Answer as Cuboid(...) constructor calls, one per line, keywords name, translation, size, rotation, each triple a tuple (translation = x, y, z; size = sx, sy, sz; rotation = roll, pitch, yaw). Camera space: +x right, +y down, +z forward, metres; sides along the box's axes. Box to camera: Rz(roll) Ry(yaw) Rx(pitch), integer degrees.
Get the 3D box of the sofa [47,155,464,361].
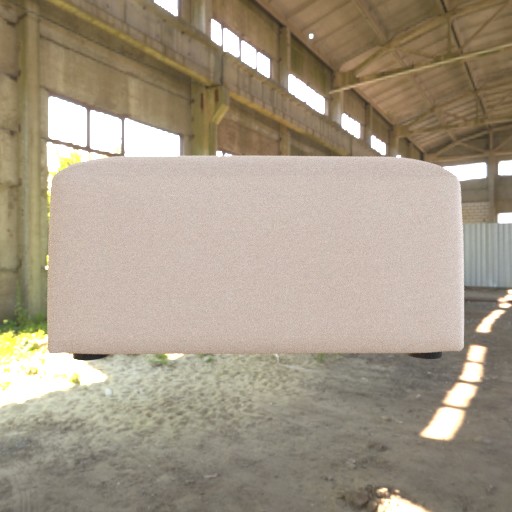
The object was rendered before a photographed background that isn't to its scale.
Cuboid(name="sofa", translation=(0.000, 0.000, 1.207), size=(0.930, 0.470, 0.480), rotation=(0, 0, -1))
